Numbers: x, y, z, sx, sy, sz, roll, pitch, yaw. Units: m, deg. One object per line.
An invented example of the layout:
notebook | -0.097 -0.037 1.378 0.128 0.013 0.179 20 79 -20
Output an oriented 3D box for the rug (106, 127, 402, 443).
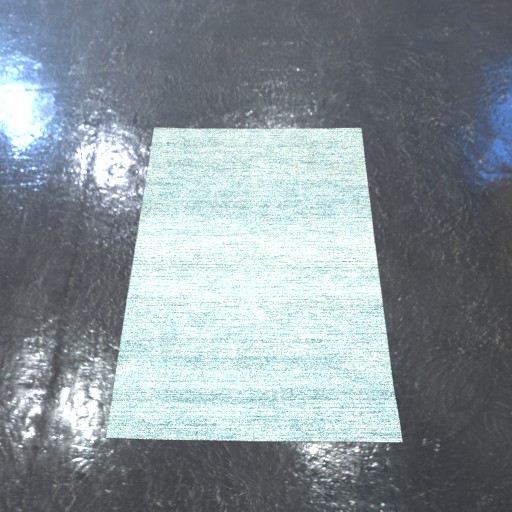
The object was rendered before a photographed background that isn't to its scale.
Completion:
rug | 0.000 0.000 2.914 1.611 0.026 2.260 1 62 0
